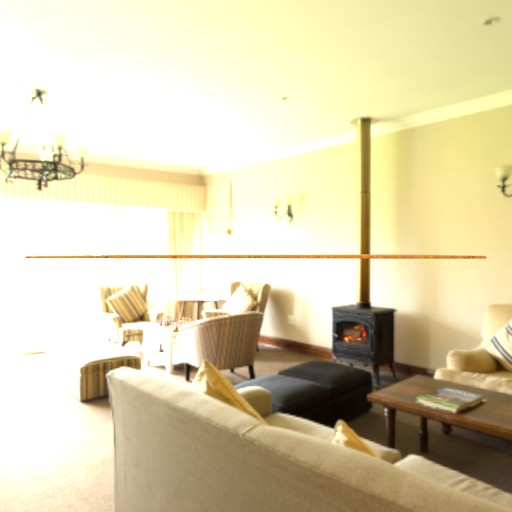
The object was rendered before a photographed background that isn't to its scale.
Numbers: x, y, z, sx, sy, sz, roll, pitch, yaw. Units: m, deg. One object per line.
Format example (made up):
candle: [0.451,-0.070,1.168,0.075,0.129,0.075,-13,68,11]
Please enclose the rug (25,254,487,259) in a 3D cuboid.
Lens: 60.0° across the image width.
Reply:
rug: [0.000,0.000,2.962,2.292,0.014,1.528,0,0,0]
